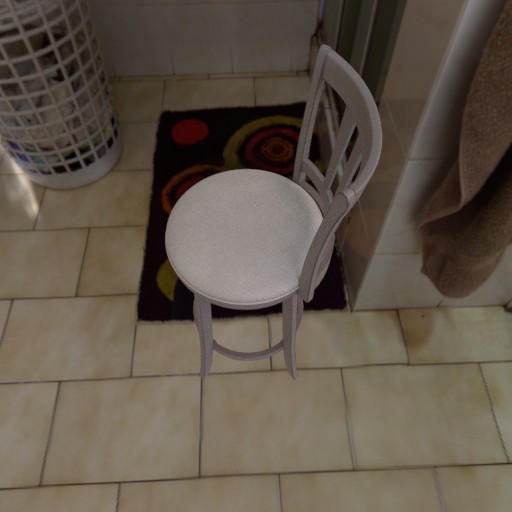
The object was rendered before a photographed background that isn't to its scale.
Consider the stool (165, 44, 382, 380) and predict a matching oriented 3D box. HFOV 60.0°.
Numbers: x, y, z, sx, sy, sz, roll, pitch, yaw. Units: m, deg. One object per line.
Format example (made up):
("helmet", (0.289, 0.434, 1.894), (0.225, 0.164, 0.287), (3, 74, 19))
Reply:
("stool", (0.000, 0.000, 1.264), (0.475, 1.023, 0.436), (0, 58, 0))
